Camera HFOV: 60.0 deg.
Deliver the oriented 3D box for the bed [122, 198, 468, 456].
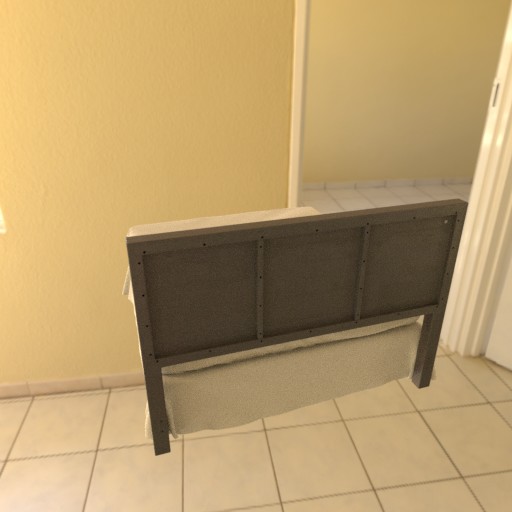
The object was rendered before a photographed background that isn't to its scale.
[{"bbox_3d":[0.000,0.000,2.931,1.772,1.142,1.785,-8,26,-16],"label":"bed"}]
